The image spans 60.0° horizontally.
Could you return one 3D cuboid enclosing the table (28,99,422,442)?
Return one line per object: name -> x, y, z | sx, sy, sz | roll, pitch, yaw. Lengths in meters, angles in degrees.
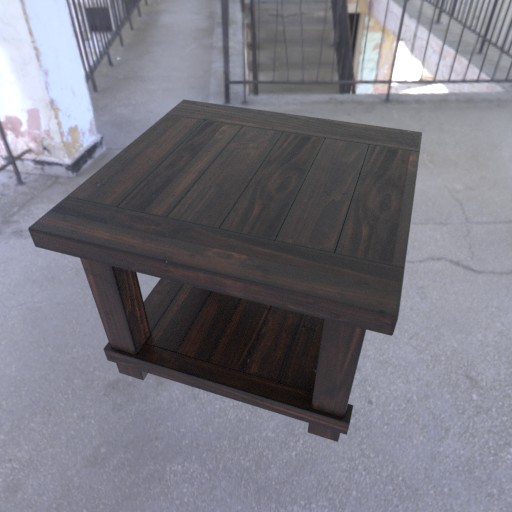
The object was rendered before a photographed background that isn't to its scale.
table -> 0.000, 0.000, 1.021 | 0.606, 0.437, 0.593 | 13, 42, 14
